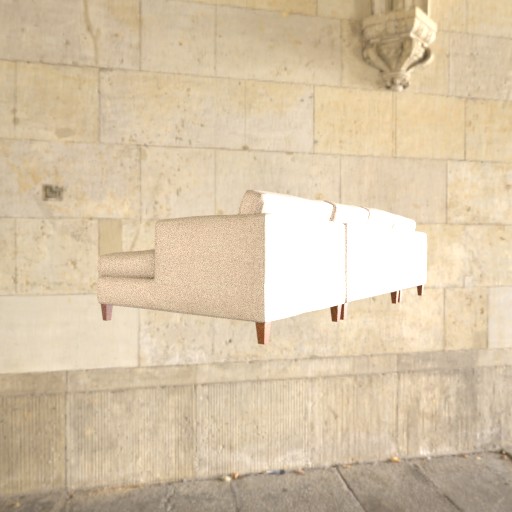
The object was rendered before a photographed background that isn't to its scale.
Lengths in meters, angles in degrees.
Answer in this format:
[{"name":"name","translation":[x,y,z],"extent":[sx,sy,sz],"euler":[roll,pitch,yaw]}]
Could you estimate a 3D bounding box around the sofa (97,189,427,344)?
[{"name":"sofa","translation":[0.000,0.000,4.629],"extent":[2.594,0.961,3.460],"euler":[1,1,35]}]
